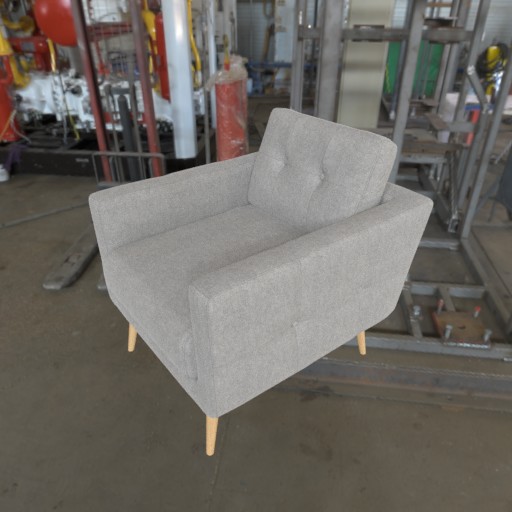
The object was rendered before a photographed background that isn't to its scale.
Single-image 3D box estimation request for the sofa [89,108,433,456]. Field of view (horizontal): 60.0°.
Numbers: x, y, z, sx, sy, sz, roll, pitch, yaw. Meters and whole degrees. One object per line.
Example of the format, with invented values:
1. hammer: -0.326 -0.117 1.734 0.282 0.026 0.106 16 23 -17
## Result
1. sofa: 0.000 0.000 1.569 0.920 0.860 0.770 -22 38 -32
